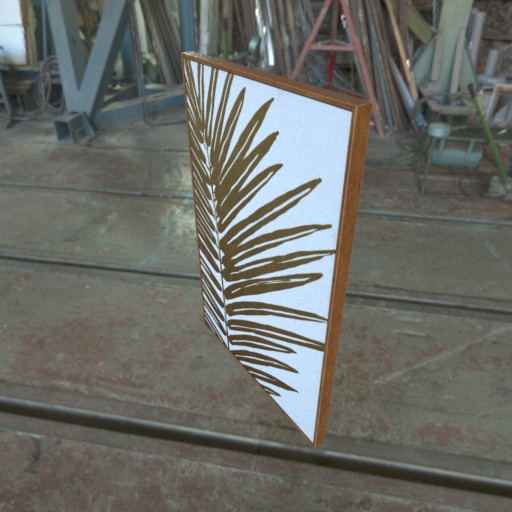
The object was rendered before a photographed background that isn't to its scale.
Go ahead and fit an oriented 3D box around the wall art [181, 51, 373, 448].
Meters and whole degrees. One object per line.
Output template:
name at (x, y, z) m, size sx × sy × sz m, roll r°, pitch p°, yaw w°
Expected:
wall art at (0.000, 0.000, 1.171) m, size 0.037 × 0.914 × 0.610 m, roll -21°, pitch 39°, yaw -29°
